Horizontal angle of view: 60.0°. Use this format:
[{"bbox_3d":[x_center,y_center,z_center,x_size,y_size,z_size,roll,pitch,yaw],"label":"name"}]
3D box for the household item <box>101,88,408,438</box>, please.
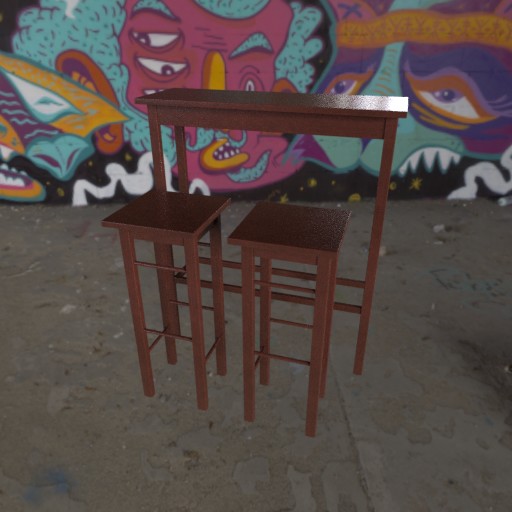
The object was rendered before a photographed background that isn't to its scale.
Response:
[{"bbox_3d":[0.000,0.000,1.643,0.914,1.067,0.676,8,29,15],"label":"household item"}]
